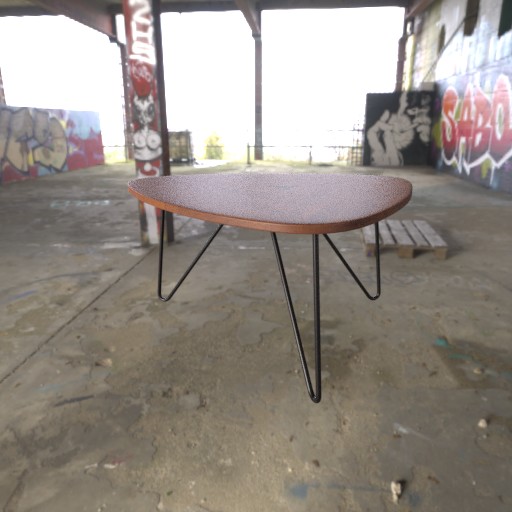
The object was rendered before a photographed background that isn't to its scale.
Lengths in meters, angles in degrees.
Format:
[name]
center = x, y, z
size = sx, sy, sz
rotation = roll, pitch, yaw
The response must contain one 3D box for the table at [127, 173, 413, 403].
[table]
center = 0.000, 0.000, 1.303
size = 0.821, 0.413, 0.833
rotation = 8, 18, 24
